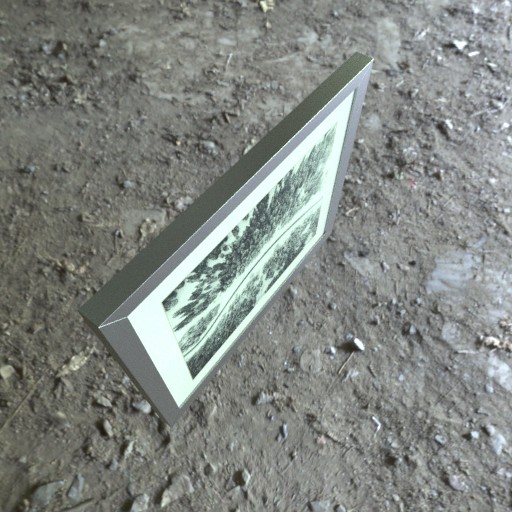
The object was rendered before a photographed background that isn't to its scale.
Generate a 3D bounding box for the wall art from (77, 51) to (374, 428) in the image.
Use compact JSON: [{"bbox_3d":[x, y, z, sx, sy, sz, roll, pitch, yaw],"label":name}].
[{"bbox_3d":[0.000,0.000,0.754,0.032,0.456,0.557,32,63,19],"label":"wall art"}]
